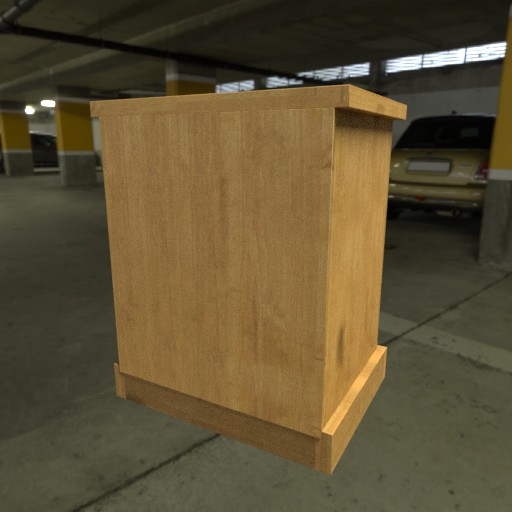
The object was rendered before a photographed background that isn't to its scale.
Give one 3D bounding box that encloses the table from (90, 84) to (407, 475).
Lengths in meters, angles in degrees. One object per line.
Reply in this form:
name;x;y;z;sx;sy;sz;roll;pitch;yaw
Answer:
table;0.000;0.000;1.246;0.660;0.813;0.500;8;16;28
